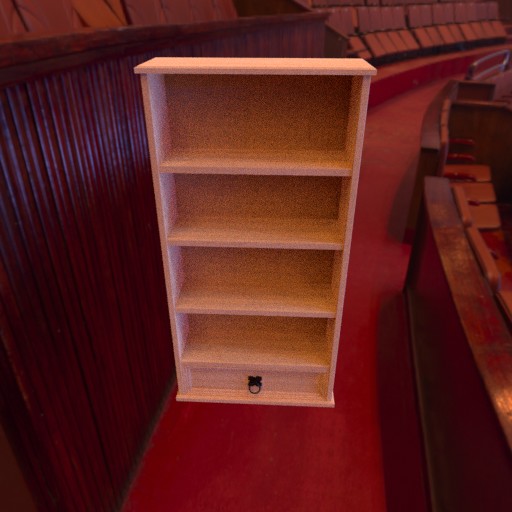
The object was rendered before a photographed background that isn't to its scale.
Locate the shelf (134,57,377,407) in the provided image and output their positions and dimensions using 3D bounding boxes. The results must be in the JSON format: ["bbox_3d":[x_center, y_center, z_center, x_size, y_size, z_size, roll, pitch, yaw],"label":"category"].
[{"bbox_3d":[0.000,0.000,1.277,0.520,1.030,0.175,2,30,3],"label":"shelf"}]
